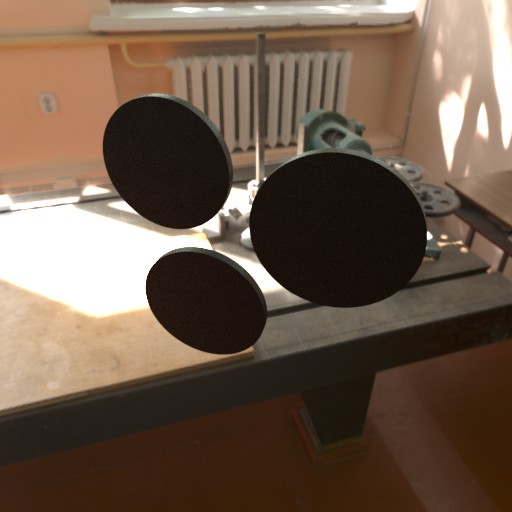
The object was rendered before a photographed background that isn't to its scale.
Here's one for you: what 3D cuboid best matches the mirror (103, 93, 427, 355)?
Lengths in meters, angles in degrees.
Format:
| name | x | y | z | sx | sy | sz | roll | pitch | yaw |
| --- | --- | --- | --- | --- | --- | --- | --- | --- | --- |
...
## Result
| name | x | y | z | sx | sy | sz | roll | pitch | yaw |
| --- | --- | --- | --- | --- | --- | --- | --- | --- | --- |
| mirror | 0.000 | 0.000 | 3.115 | 2.160 | 2.096 | 0.076 | 10 | 35 | 15 |
